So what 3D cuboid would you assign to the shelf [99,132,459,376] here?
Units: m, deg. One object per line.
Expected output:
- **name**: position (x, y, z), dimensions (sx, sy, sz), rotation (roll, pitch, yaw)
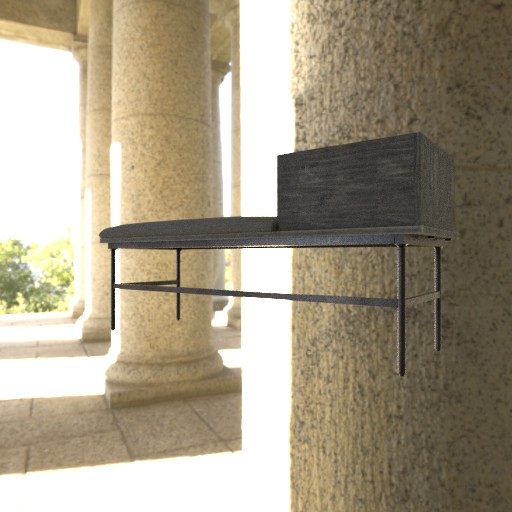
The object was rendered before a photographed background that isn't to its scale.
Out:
- **shelf**: position (0.000, 0.000, 1.679), dimensions (1.342, 0.633, 0.457), rotation (0, 0, 36)
